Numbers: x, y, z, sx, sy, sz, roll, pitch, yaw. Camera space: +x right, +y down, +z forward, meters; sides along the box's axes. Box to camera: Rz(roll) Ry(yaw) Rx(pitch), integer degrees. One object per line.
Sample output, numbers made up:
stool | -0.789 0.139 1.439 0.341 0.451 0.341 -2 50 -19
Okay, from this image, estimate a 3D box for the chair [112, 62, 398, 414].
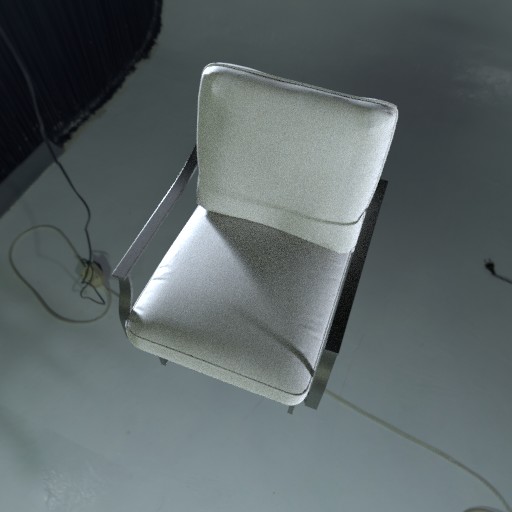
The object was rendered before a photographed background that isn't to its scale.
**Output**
chair | 0.000 0.000 1.419 0.650 0.860 0.787 18 60 11
